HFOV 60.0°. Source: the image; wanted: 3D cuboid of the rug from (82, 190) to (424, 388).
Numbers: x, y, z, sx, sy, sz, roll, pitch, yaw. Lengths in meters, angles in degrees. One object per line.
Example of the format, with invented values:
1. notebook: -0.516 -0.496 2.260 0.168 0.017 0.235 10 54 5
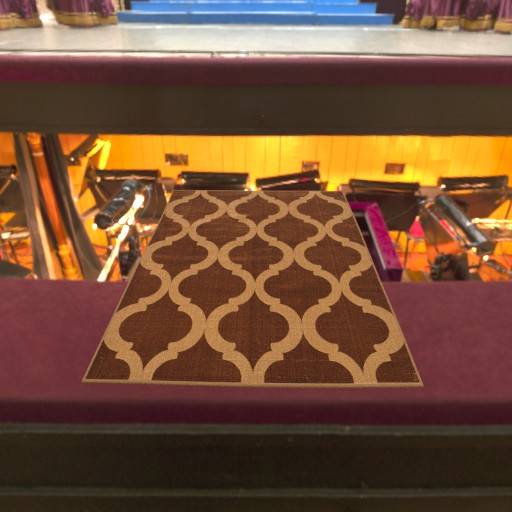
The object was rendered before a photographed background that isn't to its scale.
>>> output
1. rug: 0.000 0.000 2.943 1.526 0.014 2.290 0 30 1
